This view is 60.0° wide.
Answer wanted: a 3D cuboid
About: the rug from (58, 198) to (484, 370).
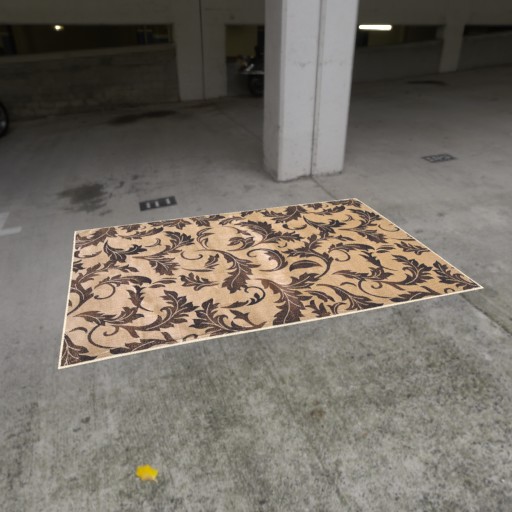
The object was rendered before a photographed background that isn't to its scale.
[{"bbox_3d":[0.000,0.000,2.876,2.284,0.008,1.522,-8,29,-15],"label":"rug"}]
